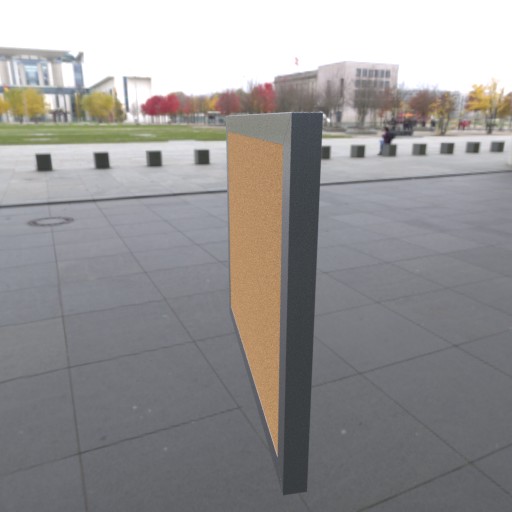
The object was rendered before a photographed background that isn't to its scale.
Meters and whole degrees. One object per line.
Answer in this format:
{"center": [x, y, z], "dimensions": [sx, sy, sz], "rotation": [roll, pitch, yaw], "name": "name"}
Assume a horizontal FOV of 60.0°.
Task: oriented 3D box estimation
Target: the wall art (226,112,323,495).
{"center": [0.000, 0.000, 0.752], "dimensions": [0.032, 0.456, 0.557], "rotation": [-3, 17, -10], "name": "wall art"}
